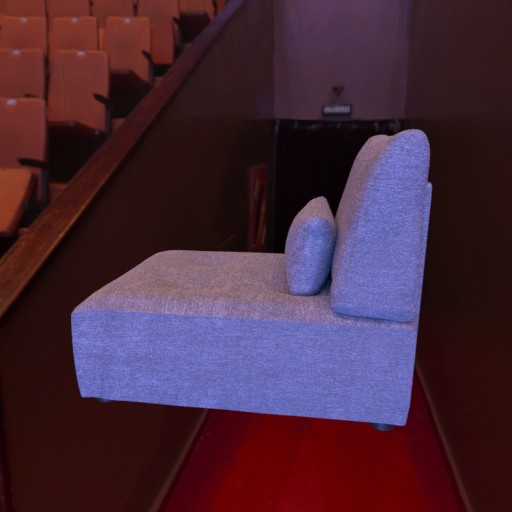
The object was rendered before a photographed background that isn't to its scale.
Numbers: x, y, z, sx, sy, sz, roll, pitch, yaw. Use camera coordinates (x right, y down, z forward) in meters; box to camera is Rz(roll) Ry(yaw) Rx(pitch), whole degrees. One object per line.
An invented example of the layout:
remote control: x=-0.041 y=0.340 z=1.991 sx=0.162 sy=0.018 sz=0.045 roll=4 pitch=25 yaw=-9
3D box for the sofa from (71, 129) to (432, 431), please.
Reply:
sofa: x=0.000 y=0.000 z=1.531 sx=1.000 sy=0.820 sz=0.700 roll=2 pitch=14 yaw=8
